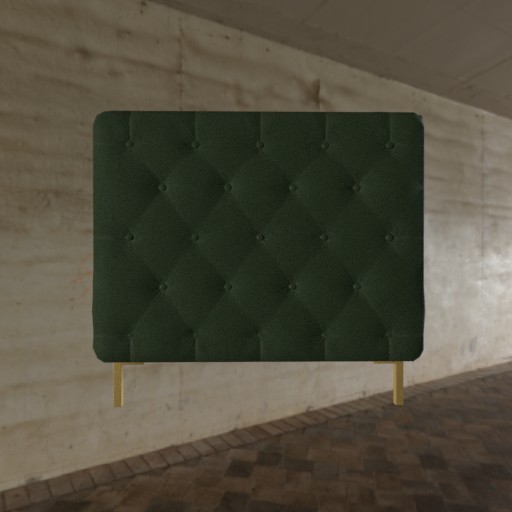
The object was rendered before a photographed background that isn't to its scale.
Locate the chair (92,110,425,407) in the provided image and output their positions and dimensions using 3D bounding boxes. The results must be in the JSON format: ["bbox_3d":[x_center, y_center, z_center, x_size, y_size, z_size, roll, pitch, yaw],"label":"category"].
[{"bbox_3d":[0.000,0.000,1.530,0.855,0.768,0.917,0,1,-1],"label":"chair"}]
